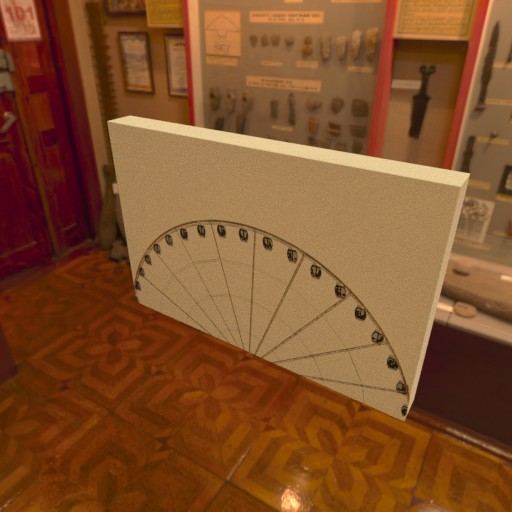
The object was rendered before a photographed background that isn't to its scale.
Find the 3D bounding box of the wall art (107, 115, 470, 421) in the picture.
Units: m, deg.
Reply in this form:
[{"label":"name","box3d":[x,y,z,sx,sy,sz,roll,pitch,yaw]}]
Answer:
[{"label":"wall art","box3d":[0.000,0.000,0.494,0.384,0.254,0.039,18,34,29]}]
